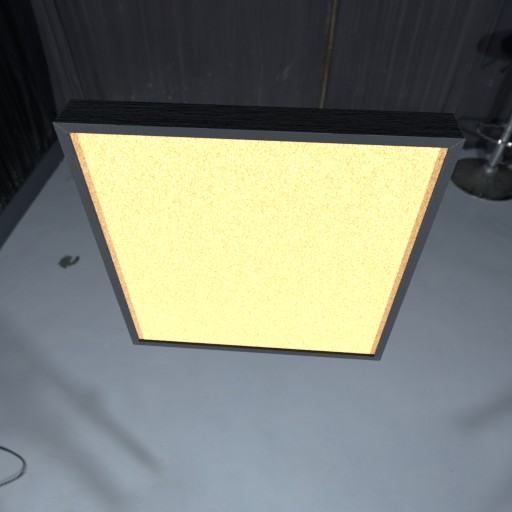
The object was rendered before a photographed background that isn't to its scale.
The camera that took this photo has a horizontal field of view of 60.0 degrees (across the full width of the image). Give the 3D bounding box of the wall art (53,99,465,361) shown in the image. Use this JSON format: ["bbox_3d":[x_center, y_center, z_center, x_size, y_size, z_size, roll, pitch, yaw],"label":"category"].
[{"bbox_3d":[0.000,0.000,0.449,0.305,0.305,0.037,3,46,3],"label":"wall art"}]
